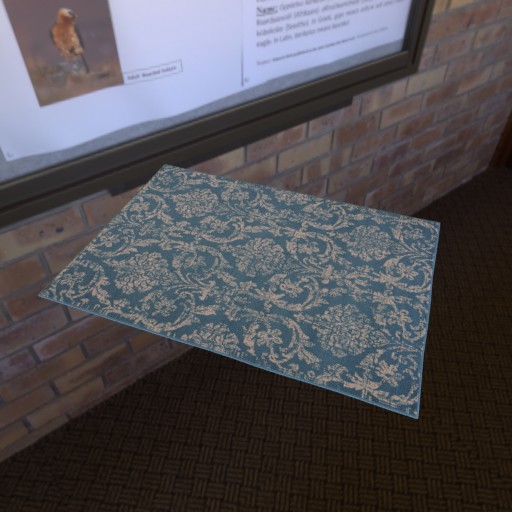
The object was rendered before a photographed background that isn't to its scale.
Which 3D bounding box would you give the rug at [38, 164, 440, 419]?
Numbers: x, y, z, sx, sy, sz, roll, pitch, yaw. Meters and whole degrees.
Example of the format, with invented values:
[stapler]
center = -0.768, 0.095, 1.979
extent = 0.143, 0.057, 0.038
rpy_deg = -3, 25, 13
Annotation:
[rug]
center = 0.000, 0.000, 2.893
extent = 2.205, 0.012, 1.554
rpy_deg = 14, 45, 15
